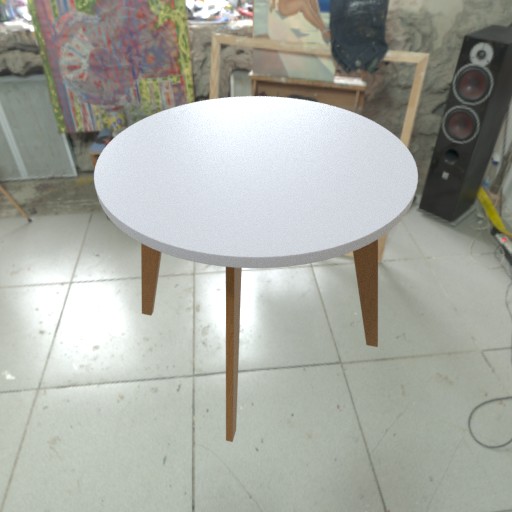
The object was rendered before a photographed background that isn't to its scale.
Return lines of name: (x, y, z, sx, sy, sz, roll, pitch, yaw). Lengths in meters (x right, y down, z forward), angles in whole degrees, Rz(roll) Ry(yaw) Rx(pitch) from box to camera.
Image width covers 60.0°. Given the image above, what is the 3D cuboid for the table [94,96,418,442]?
table: (0.000, 0.000, 1.518, 0.896, 0.762, 0.896, 0, 41, 0)
